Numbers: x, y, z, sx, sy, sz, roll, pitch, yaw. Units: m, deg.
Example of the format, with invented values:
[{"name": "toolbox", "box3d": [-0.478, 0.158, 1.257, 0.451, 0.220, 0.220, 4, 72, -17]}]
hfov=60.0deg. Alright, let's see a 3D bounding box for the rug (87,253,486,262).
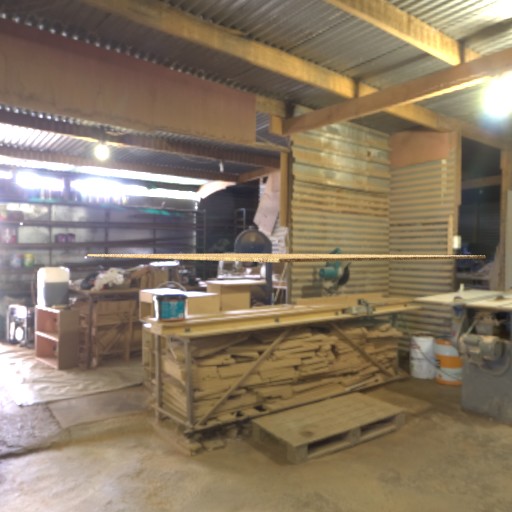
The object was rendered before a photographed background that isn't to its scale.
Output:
[{"name": "rug", "box3d": [0.000, 0.000, 2.959, 1.528, 0.014, 2.292, -1, 1, -37]}]
